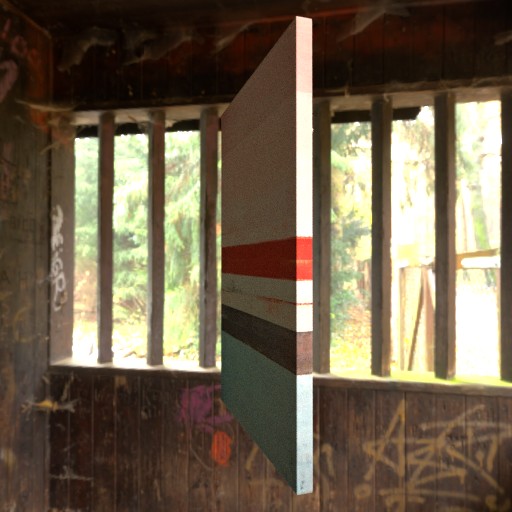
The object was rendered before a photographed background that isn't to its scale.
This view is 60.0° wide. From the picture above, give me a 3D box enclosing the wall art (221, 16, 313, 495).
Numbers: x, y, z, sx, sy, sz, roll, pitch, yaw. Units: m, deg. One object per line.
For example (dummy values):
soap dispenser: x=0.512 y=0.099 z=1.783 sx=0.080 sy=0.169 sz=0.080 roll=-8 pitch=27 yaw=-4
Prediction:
wall art: x=0.000 y=0.000 z=1.142 sx=0.038 sy=0.914 sz=0.610 roll=0 pitch=-1 yaw=-18
